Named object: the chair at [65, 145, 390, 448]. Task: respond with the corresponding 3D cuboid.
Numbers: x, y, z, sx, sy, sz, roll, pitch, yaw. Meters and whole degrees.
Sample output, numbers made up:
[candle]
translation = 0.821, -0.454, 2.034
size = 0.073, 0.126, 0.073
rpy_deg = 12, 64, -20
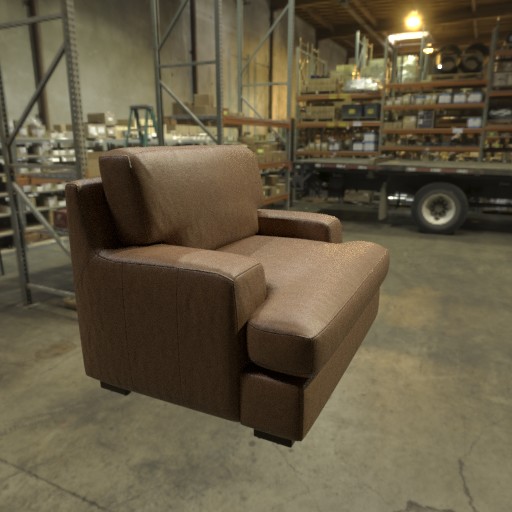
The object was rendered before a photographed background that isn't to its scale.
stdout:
[chair]
translation = 0.000, 0.000, 2.027
size = 1.050, 0.978, 1.276
rpy_deg = 7, 16, 25
